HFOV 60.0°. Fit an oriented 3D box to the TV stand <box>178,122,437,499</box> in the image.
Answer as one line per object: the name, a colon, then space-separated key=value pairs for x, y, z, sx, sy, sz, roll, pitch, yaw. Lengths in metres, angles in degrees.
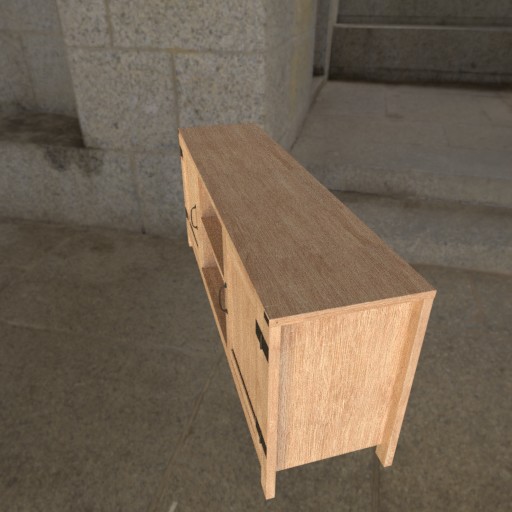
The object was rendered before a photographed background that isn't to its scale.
TV stand: x=0.000 y=0.000 z=1.665 sx=0.398 sy=0.610 sz=1.466 roll=-8 pitch=32 yaw=-13
